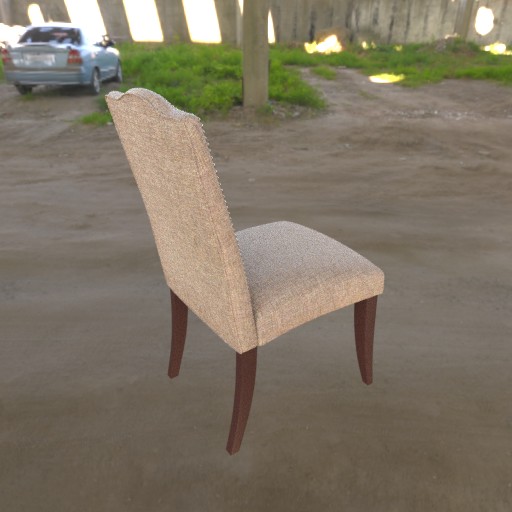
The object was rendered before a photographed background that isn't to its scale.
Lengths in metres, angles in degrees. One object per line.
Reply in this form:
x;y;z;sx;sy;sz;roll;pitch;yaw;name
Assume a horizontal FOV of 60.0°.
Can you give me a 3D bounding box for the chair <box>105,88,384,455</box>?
0.000;0.000;1.362;0.660;1.016;0.513;-19;33;-31;chair
